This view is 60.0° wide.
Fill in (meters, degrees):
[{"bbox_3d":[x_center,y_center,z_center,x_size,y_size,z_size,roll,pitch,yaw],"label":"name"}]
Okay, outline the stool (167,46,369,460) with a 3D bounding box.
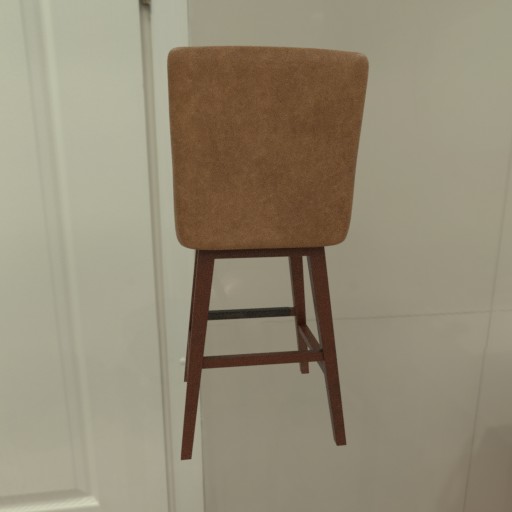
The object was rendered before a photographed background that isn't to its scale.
[{"bbox_3d":[0.000,0.000,1.362,0.487,1.079,0.572,-2,14,-8],"label":"stool"}]
